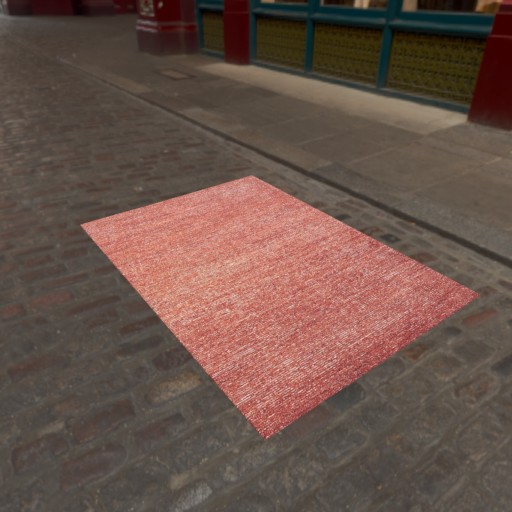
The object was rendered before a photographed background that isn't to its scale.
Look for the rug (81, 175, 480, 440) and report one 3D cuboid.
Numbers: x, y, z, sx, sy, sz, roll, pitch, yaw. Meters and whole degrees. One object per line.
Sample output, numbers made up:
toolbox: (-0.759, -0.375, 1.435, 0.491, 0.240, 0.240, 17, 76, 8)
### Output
rug: (0.000, 0.000, 5.184, 2.803, 0.025, 3.965, -22, 39, -30)
